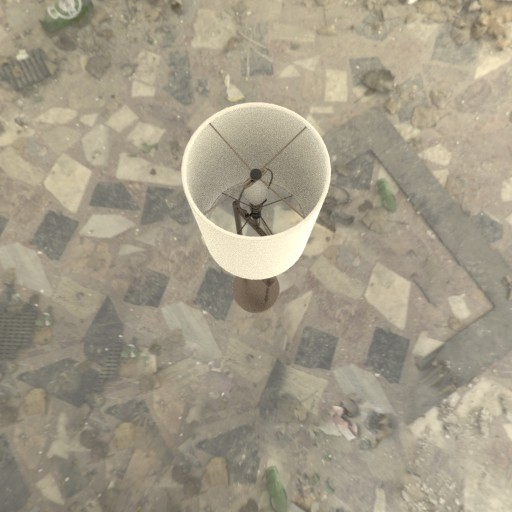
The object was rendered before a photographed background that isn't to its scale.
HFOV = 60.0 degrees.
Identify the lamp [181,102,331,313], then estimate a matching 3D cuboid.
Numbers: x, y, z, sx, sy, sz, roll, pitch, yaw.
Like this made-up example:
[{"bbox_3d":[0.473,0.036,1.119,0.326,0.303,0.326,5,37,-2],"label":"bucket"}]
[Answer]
[{"bbox_3d":[0.000,0.000,1.632,0.305,1.500,0.306,-42,80,-9],"label":"lamp"}]
